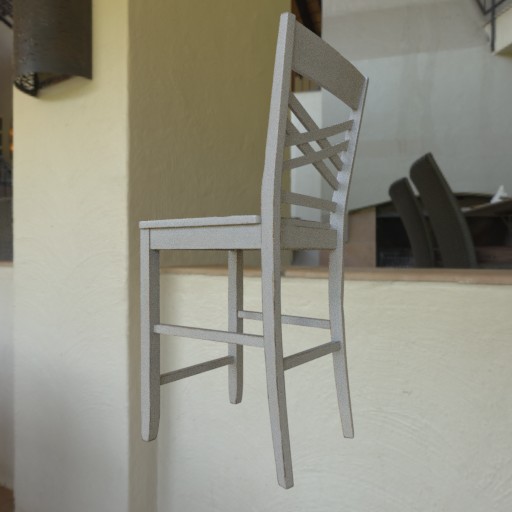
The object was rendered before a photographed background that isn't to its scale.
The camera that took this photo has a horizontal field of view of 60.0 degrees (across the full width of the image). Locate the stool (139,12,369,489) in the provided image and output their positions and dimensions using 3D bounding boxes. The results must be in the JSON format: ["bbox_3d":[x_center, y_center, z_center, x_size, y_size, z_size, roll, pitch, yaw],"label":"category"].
[{"bbox_3d":[0.000,0.000,1.306,0.539,1.079,0.462,0,0,36],"label":"stool"}]
